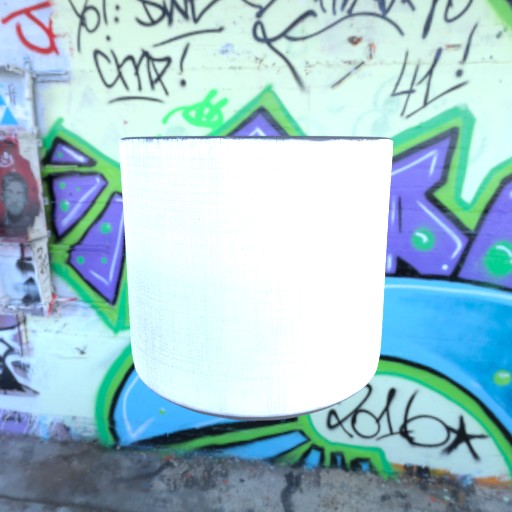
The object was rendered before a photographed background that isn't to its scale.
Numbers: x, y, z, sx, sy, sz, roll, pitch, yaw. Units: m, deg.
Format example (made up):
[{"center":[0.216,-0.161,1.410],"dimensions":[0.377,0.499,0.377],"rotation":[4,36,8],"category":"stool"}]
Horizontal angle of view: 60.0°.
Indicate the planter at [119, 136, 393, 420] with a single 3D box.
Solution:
[{"center":[0.000,0.000,0.390],"dimensions":[0.221,0.201,0.221],"rotation":[0,14,0],"category":"planter"}]
